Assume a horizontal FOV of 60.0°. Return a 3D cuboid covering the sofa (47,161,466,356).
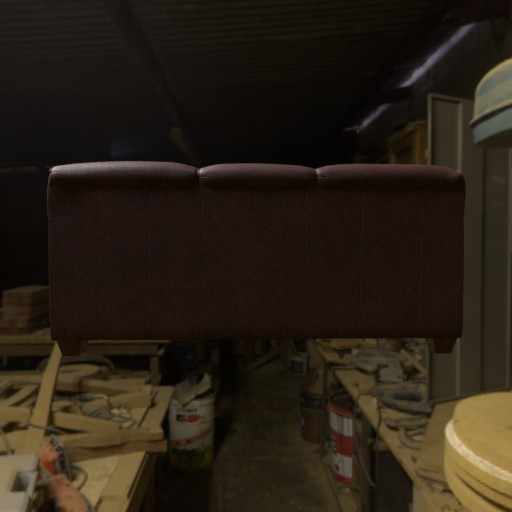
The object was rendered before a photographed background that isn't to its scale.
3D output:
[{"bbox_3d":[0.000,0.000,2.604,2.039,0.953,1.008,0,2,-2],"label":"sofa"}]
